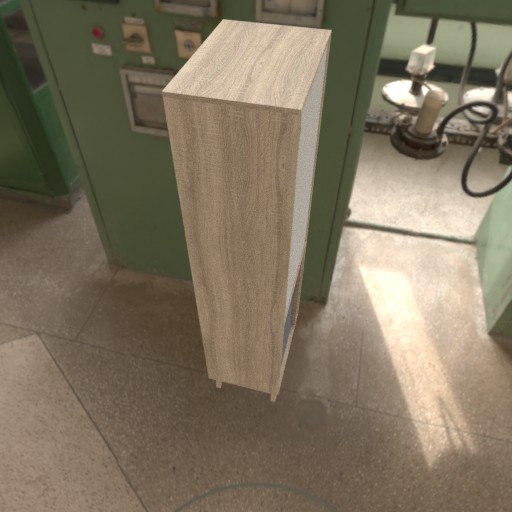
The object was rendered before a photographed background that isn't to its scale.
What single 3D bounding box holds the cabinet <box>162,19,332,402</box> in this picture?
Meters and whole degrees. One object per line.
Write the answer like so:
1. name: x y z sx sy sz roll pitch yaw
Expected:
1. cabinet: 0.000 0.000 2.083 0.400 1.850 0.570 11 48 10
